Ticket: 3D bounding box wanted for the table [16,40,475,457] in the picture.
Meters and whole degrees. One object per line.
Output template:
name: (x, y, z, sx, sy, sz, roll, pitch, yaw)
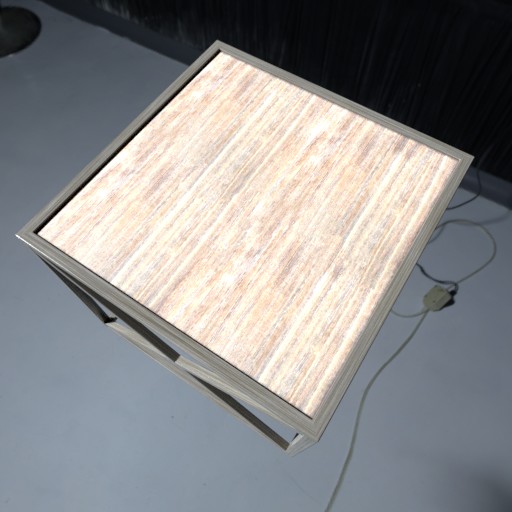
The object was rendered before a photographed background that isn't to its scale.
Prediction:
table: (0.000, 0.000, 1.042, 0.611, 0.507, 0.609, 30, 67, 14)
